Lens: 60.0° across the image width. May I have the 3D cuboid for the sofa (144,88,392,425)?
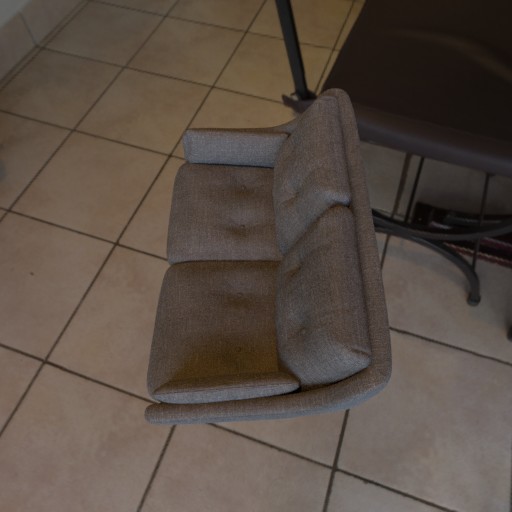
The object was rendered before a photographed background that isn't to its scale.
[{"bbox_3d":[0.000,0.000,2.229,0.976,0.887,1.646,0,58,0],"label":"sofa"}]
